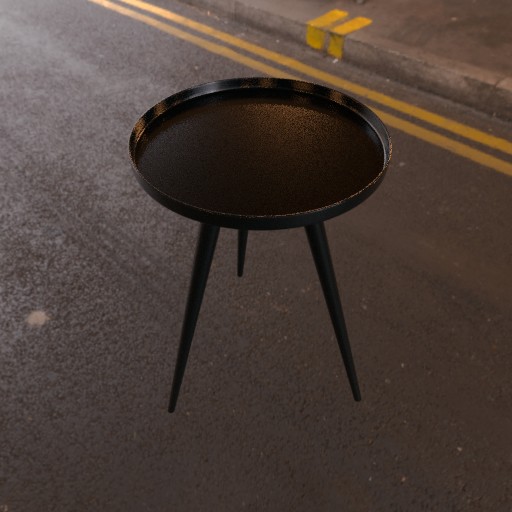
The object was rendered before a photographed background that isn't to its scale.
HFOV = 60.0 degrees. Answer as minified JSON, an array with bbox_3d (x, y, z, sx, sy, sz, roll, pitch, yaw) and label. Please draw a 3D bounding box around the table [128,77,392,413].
[{"bbox_3d":[0.000,0.000,0.843,0.403,0.548,0.415,-5,46,-5],"label":"table"}]
